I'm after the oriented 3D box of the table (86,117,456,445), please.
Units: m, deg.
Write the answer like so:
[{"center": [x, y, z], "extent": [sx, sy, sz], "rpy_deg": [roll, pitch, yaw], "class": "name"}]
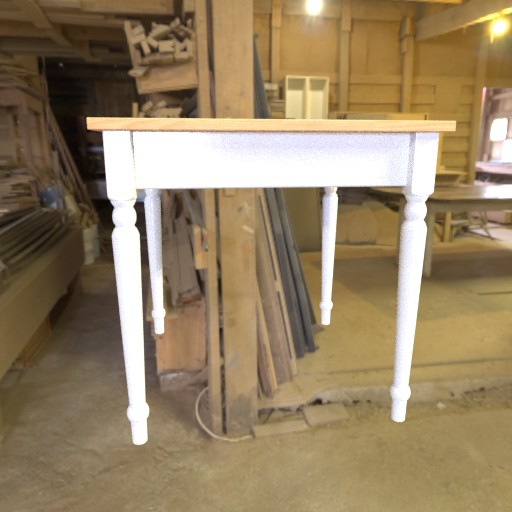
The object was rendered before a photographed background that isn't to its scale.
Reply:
[{"center": [0.000, 0.000, 1.327], "extent": [0.747, 0.738, 0.747], "rpy_deg": [-2, 14, -8], "class": "table"}]
